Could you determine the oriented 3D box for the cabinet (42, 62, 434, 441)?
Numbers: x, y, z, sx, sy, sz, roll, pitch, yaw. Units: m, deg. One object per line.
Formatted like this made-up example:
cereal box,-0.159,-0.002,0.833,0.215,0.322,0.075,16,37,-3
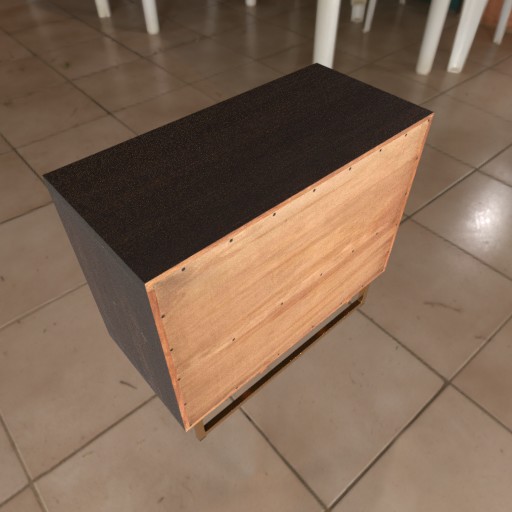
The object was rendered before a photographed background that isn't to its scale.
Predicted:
cabinet,0.000,0.000,1.457,0.950,0.860,0.451,-33,54,-28
